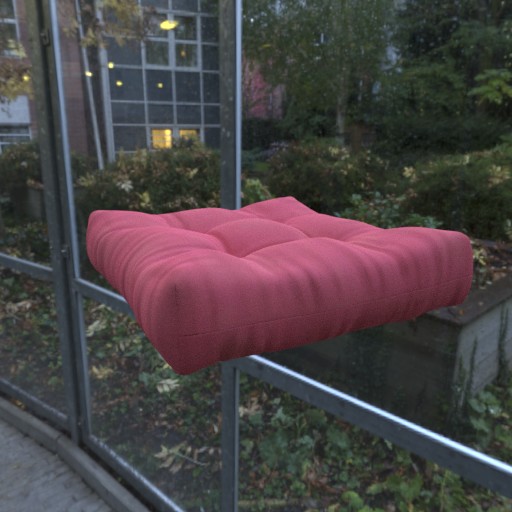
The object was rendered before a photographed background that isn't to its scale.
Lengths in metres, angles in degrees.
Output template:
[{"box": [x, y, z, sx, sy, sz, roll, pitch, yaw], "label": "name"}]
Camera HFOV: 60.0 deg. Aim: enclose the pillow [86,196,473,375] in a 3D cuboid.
[{"box": [0.000, 0.000, 0.727, 0.468, 0.128, 0.490, -8, 17, -28], "label": "pillow"}]
